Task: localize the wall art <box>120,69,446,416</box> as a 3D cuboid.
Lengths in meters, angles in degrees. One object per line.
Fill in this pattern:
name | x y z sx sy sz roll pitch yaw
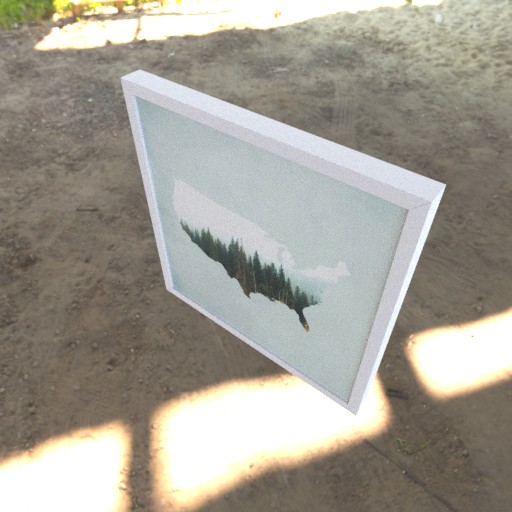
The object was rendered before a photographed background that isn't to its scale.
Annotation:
wall art | 0.000 0.000 0.464 0.304 0.304 0.024 29 52 26
